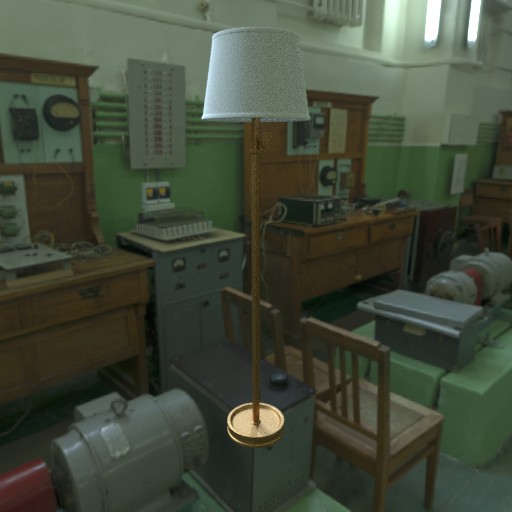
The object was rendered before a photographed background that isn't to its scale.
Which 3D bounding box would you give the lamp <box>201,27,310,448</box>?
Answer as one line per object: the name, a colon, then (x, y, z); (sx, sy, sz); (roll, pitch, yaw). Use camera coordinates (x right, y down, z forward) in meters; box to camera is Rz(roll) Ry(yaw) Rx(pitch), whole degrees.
lamp: (0.000, 0.000, 0.788); (0.178, 0.710, 0.178); (0, 15, 0)
